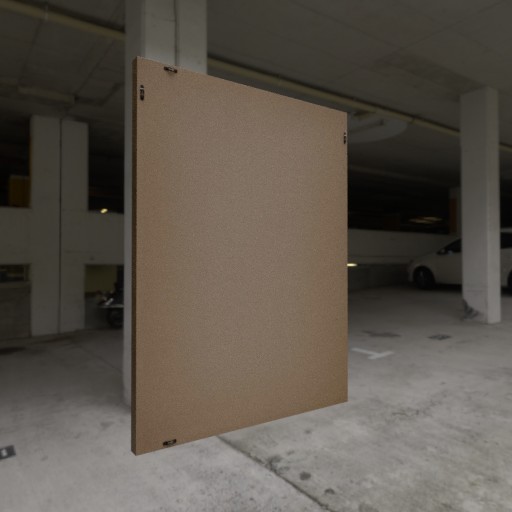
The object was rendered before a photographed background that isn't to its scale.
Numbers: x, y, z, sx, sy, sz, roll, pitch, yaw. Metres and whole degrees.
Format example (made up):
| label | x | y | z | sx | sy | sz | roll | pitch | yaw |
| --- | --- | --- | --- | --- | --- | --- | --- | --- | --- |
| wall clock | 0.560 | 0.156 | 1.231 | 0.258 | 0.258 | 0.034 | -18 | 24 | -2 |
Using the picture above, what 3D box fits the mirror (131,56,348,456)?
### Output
| label | x | y | z | sx | sy | sz | roll | pitch | yaw |
| --- | --- | --- | --- | --- | --- | --- | --- | --- | --- |
| mirror | 0.000 | 0.000 | 1.356 | 0.762 | 1.016 | 0.041 | 0 | -1 | -35 |
